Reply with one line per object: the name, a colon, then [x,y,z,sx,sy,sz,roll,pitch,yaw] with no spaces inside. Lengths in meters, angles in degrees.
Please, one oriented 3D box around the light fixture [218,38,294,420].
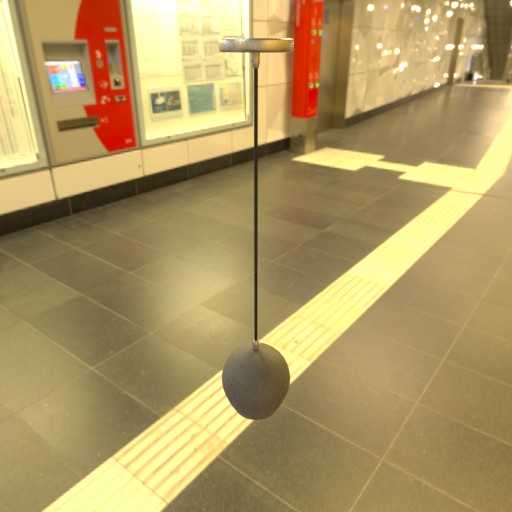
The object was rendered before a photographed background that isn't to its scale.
light fixture: [0.000,0.000,0.864,0.153,0.760,0.153,8,27,16]
